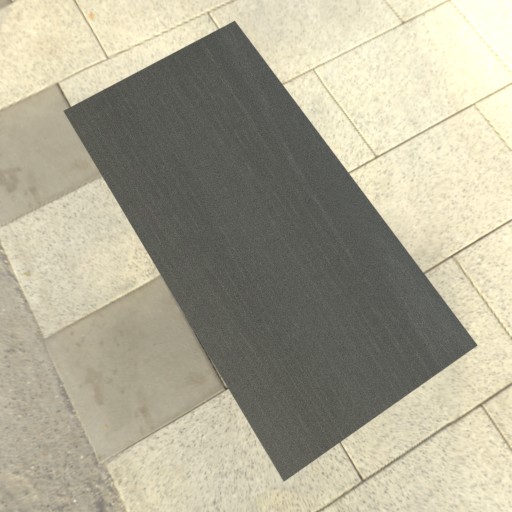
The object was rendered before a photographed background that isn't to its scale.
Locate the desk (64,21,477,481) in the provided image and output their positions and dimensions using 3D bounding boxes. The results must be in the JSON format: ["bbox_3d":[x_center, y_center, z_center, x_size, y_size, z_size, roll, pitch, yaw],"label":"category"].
[{"bbox_3d":[0.000,0.000,1.342,0.499,0.660,0.991,-32,78,-8],"label":"desk"}]
